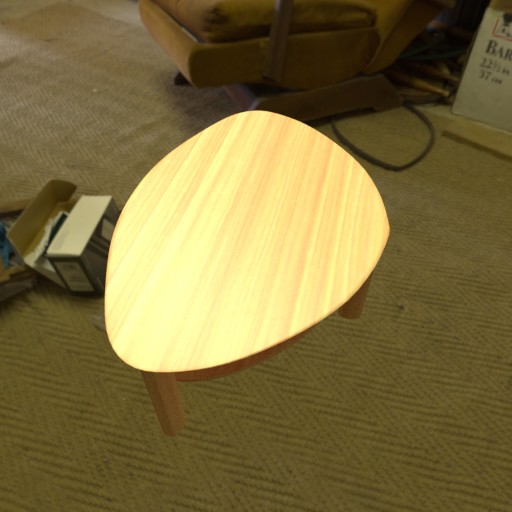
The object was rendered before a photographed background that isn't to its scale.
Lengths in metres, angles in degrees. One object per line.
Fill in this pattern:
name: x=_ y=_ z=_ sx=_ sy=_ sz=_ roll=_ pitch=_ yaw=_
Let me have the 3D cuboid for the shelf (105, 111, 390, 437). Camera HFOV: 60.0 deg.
shelf: x=0.000 y=0.000 z=1.590 sx=0.845 sy=0.440 sz=1.246 roll=10 pitch=47 yaw=10
